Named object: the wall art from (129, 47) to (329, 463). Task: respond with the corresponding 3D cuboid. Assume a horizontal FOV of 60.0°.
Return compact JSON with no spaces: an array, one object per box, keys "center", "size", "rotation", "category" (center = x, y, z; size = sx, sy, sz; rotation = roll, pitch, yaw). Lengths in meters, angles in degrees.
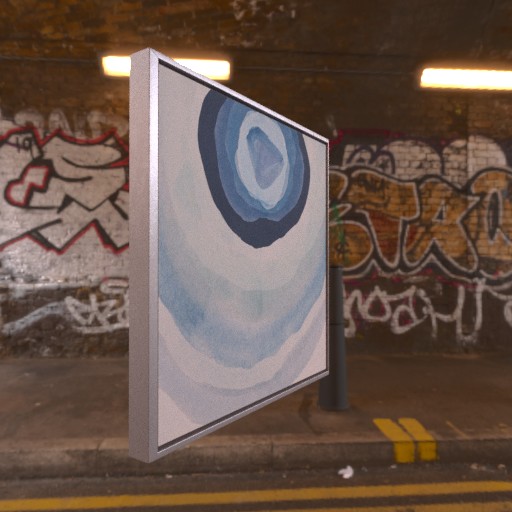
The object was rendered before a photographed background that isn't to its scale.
[{"center":[0.000,0.000,0.520],"size":[0.028,0.349,0.349],"rotation":[0,-1,35],"category":"wall art"}]
